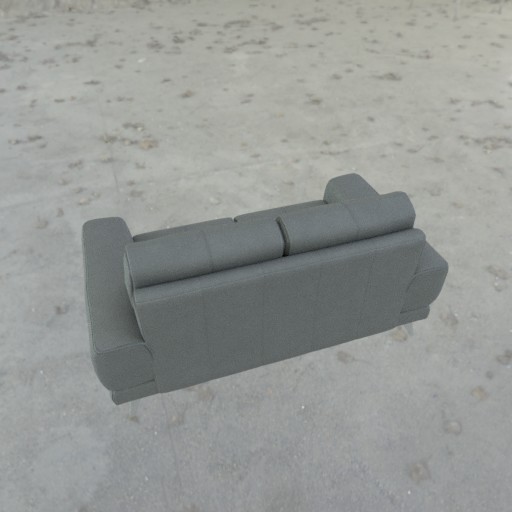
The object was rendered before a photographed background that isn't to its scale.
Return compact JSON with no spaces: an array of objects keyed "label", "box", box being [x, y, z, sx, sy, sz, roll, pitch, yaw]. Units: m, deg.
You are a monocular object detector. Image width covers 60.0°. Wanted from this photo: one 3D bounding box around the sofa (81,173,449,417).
[{"label":"sofa","box":[0.000,0.000,2.447,1.806,0.907,1.018,-12,41,-14]}]
